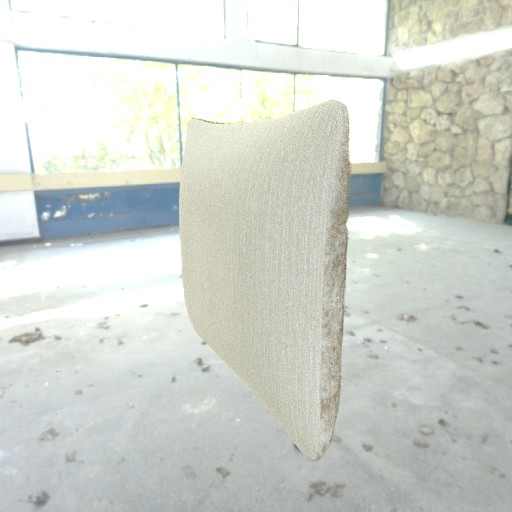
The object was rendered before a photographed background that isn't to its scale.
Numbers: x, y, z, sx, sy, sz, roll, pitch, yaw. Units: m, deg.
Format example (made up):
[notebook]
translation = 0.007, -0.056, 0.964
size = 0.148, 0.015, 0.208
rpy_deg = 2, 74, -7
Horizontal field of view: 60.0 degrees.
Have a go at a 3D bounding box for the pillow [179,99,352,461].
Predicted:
[pillow]
translation = 0.000, 0.000, 0.830
size = 0.216, 0.525, 0.538
rpy_deg = -8, 16, -27
